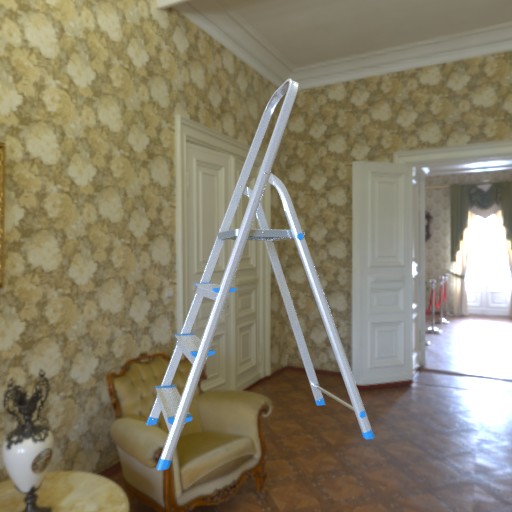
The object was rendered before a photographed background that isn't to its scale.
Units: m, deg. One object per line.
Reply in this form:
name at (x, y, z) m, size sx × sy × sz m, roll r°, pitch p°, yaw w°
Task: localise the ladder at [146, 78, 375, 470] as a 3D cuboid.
ladder at (0.000, 0.000, 1.823) m, size 0.842 × 1.434 × 0.445 m, roll 0°, pitch 0°, yaw -19°
